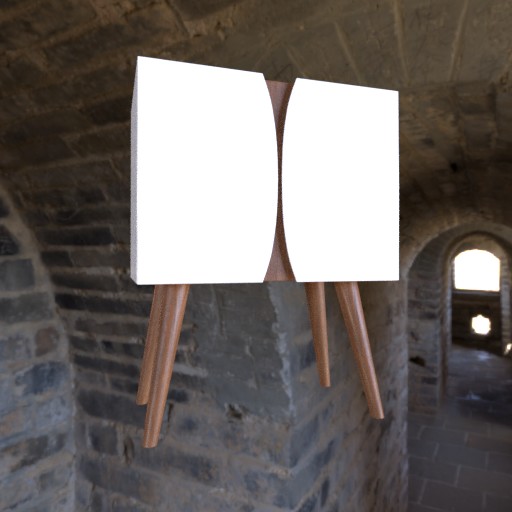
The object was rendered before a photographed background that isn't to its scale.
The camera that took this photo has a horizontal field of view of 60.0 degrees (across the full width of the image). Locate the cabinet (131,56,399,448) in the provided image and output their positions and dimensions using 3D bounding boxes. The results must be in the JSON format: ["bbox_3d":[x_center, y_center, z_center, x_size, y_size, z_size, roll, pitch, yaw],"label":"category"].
[{"bbox_3d":[0.000,0.000,1.106,0.591,0.772,0.344,0,-1,-18],"label":"cabinet"}]
